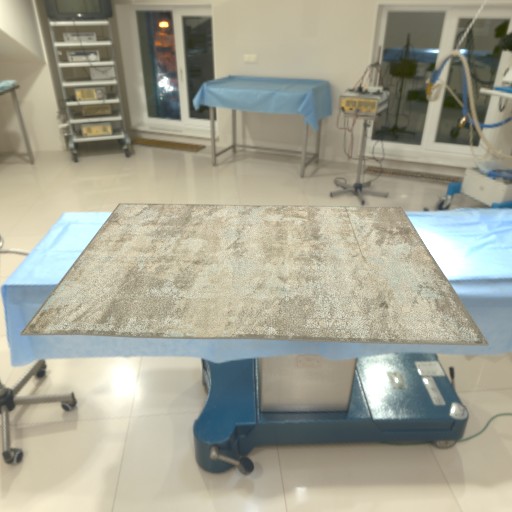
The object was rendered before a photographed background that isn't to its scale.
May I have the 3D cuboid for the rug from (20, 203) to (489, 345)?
[{"bbox_3d":[0.000,0.000,4.153,3.307,0.013,2.393,1,30,2],"label":"rug"}]
